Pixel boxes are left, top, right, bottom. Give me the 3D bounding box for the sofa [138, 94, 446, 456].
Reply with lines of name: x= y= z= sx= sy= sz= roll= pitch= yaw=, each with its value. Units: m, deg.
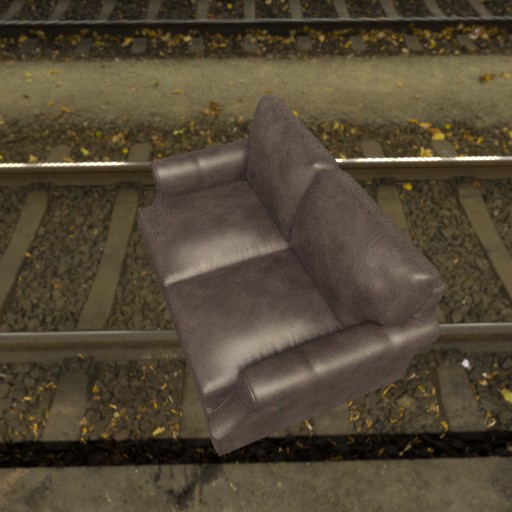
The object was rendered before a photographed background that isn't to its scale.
sofa: x=0.000 y=0.000 z=2.353 sx=1.030 sy=0.979 sz=1.663 roll=-17 pitch=50 yaw=-15
